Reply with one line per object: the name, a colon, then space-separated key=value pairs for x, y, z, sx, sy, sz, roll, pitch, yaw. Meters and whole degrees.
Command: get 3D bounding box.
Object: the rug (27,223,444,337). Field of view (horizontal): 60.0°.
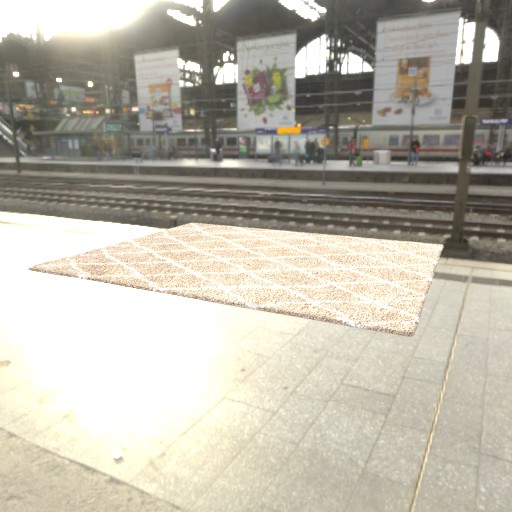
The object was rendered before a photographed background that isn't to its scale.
rug: x=0.000 y=0.000 z=4.063 sx=3.047 sy=0.029 sz=2.438 roll=7 pitch=15 yaw=25
